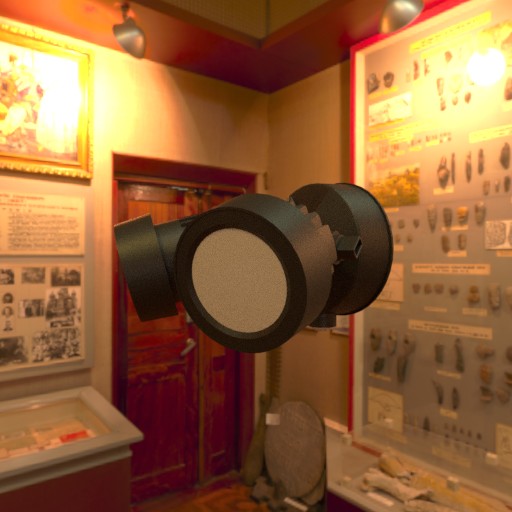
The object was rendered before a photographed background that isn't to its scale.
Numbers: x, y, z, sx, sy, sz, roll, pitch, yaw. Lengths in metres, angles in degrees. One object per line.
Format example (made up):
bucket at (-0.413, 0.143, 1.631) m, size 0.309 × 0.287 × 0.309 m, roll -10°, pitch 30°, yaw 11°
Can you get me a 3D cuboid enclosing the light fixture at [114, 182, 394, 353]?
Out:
light fixture at (0.000, 0.000, 0.315) m, size 0.168 × 0.120 × 0.213 m, roll 0°, pitch 0°, yaw -36°
